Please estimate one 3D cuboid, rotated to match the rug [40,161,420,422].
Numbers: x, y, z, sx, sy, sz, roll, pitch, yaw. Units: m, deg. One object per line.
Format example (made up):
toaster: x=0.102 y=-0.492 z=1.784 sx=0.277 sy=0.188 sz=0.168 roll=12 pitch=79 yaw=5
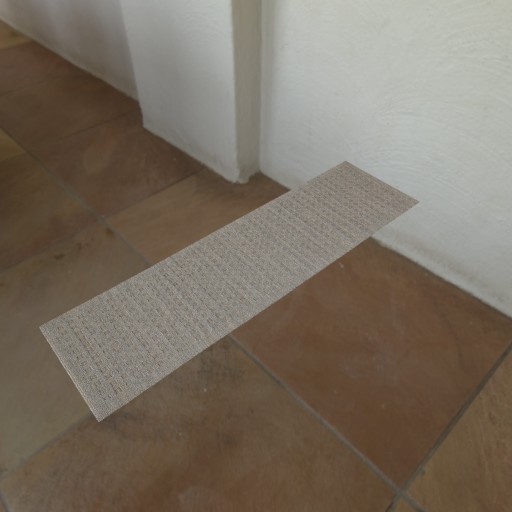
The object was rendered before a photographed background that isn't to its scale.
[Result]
rug: x=0.000 y=0.000 z=2.725 sx=2.437 sy=0.005 sz=0.688 roll=-31 pitch=53 yaw=-27
